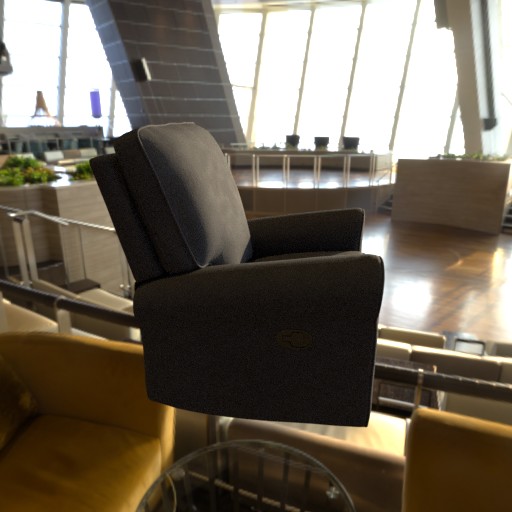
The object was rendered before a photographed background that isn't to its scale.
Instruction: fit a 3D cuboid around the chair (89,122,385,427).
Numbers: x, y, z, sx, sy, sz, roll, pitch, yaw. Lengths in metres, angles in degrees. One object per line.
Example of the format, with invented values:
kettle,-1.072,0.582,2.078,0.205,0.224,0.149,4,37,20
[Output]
chair,0.000,0.000,1.666,0.878,0.961,0.890,3,17,8
